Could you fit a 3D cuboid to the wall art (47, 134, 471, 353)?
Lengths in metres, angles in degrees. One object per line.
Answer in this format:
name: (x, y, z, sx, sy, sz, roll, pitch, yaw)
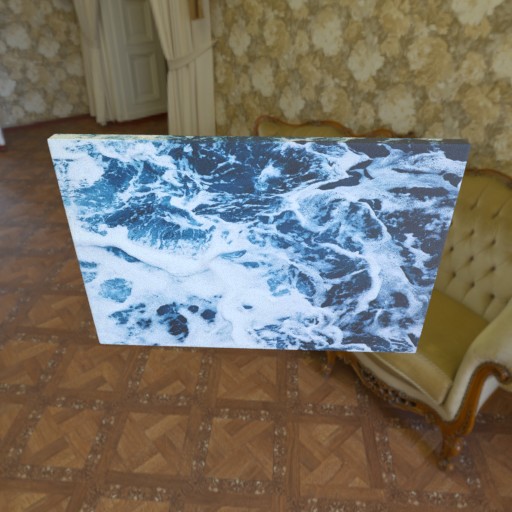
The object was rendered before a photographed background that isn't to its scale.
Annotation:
wall art: (0.000, 0.000, 1.135, 0.915, 0.610, 0.042, 1, 33, 2)
